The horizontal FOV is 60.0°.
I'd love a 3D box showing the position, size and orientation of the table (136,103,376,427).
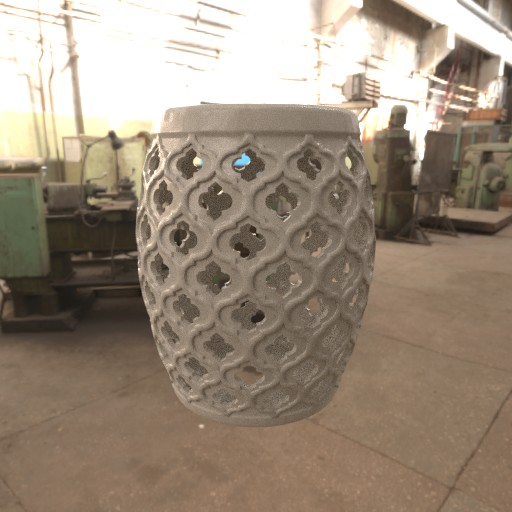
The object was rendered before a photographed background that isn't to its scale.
[{"bbox_3d":[0.000,0.000,0.627,0.325,0.388,0.325,0,14,0],"label":"table"}]
